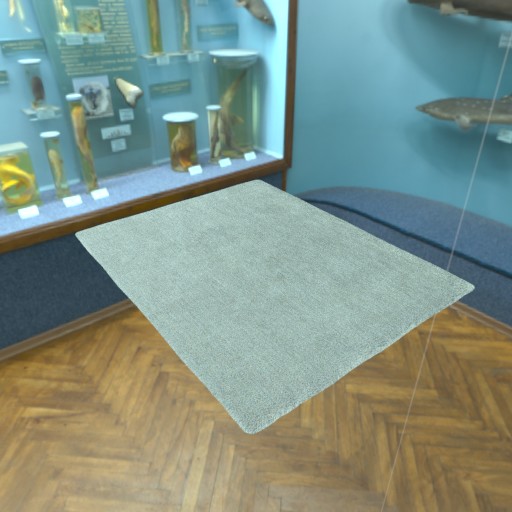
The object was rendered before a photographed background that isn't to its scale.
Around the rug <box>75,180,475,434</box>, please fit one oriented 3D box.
[{"bbox_3d":[0.000,0.000,3.996,2.332,0.027,2.933,-22,38,-31],"label":"rug"}]
